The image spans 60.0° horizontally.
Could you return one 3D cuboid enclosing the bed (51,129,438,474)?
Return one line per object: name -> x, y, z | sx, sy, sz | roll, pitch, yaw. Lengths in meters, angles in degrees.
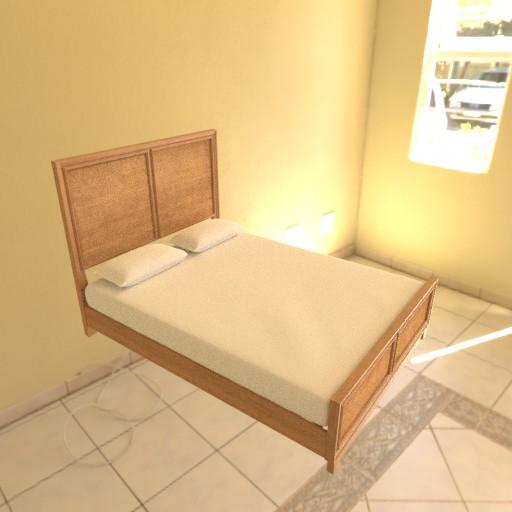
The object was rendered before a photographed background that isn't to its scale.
bed -> 0.000, 0.000, 3.223 | 2.184, 1.387, 1.606 | 17, 30, 32
